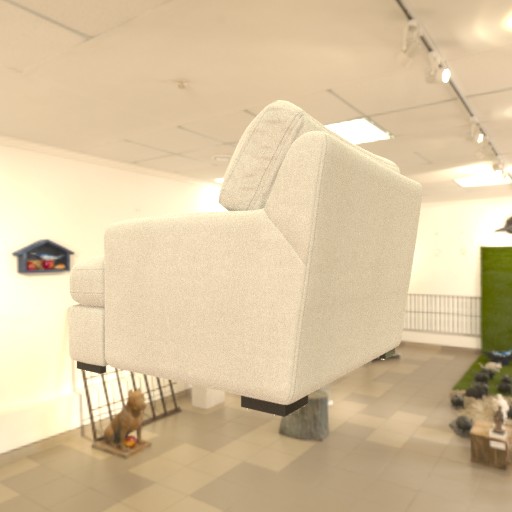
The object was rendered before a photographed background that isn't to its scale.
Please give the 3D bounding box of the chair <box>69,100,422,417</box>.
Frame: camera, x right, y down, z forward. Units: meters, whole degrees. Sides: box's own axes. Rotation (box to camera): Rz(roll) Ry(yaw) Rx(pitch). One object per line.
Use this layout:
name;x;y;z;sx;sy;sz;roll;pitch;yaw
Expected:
chair;0.000;0.000;1.928;1.158;0.930;1.140;0;0;34
